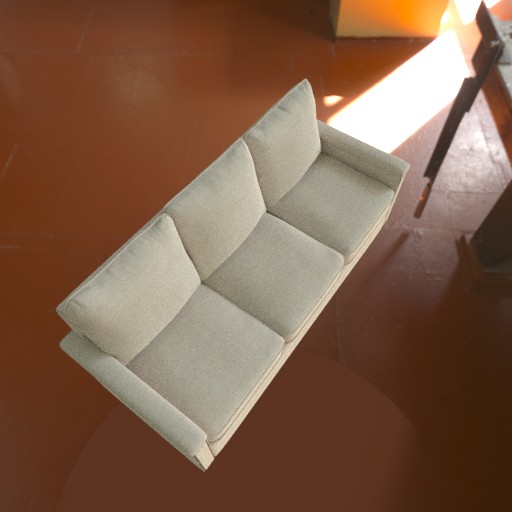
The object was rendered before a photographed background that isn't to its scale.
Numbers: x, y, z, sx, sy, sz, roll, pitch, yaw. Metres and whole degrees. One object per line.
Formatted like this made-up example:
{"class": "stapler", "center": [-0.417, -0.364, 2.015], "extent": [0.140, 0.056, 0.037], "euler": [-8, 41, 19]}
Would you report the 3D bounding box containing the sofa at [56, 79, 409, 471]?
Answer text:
{"class": "sofa", "center": [0.000, 0.000, 2.360], "extent": [0.828, 0.961, 1.925], "euler": [32, 63, 19]}
